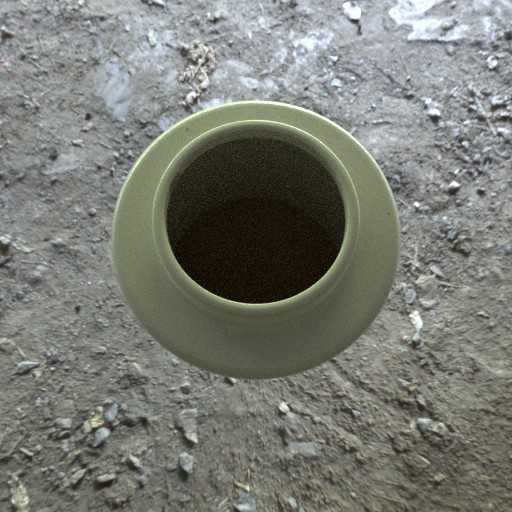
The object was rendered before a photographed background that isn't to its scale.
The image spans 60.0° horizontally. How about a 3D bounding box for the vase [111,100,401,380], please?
[{"bbox_3d":[0.000,0.000,0.287,0.153,0.167,0.153,0,76,0],"label":"vase"}]
